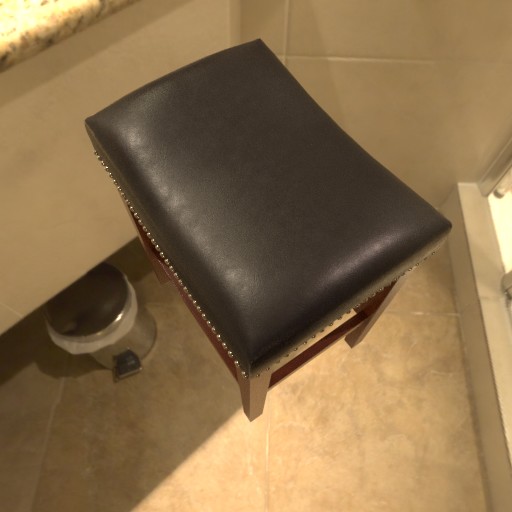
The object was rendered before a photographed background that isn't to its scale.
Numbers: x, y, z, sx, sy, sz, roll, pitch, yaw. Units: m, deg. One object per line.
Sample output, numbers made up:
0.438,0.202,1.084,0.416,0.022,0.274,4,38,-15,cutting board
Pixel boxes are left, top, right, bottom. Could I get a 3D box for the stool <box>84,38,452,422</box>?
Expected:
0.000,0.000,0.949,0.372,0.654,0.504,-32,67,-15,stool
